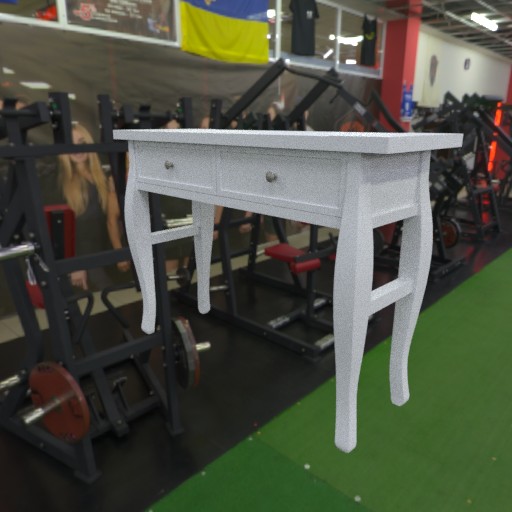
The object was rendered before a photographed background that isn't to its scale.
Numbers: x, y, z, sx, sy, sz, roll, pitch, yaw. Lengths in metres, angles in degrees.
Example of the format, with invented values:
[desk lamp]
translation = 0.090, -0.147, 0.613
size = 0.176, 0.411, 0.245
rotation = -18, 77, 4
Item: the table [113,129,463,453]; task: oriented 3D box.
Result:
[table]
translation = 0.000, 0.000, 1.420
size = 0.373, 0.768, 1.062
rotation = -16, 23, -42
